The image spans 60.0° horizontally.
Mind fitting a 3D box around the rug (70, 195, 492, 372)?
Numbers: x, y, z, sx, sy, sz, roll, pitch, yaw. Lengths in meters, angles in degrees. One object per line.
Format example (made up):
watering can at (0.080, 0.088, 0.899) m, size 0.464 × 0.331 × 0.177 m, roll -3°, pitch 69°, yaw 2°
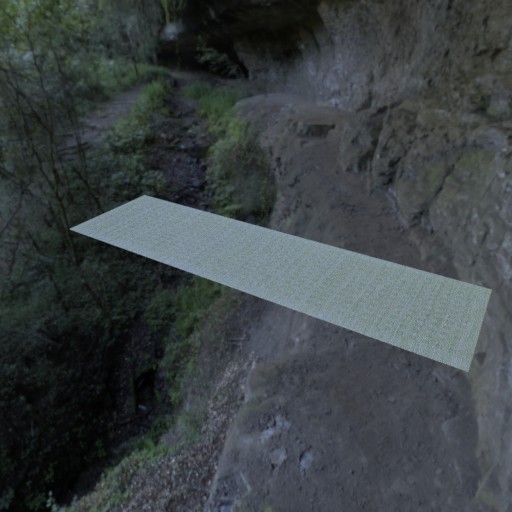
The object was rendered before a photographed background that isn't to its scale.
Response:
rug at (0.000, 0.000, 2.590) m, size 2.437 × 0.006 × 0.686 m, roll 17°, pitch 34°, yaw 27°
